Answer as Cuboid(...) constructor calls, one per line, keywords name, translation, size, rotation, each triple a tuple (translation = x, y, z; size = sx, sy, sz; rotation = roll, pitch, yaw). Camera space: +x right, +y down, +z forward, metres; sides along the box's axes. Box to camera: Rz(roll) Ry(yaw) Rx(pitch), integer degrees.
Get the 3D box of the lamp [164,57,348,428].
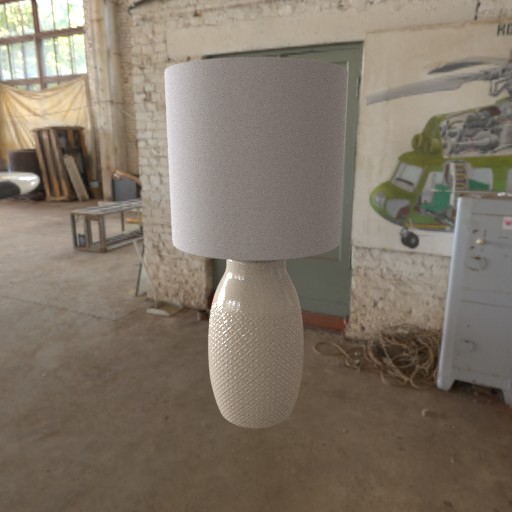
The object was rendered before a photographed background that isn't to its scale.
Cuboid(name="lamp", translation=(0.000, 0.000, 0.590), size=(0.217, 0.453, 0.217), rotation=(-7, 16, -26))
